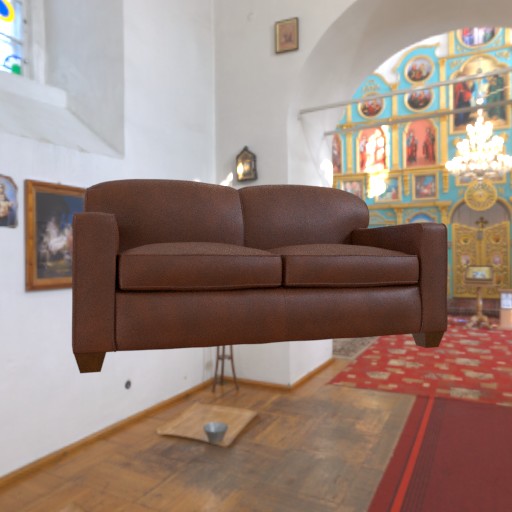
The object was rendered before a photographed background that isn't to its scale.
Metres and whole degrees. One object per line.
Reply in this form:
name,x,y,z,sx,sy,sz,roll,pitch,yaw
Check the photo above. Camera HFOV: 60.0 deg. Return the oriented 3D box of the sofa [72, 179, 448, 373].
sofa,0.000,0.000,2.483,1.856,0.966,1.000,0,0,-18
